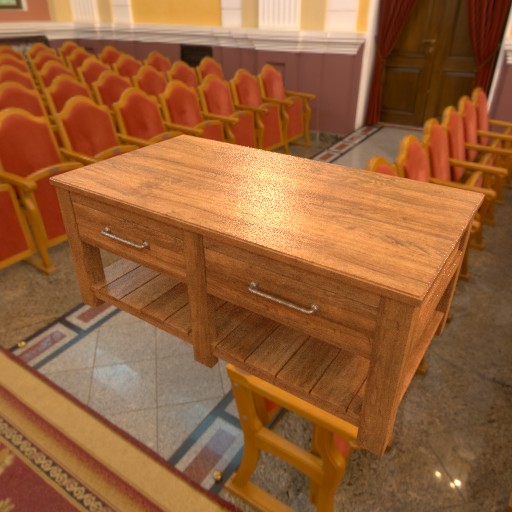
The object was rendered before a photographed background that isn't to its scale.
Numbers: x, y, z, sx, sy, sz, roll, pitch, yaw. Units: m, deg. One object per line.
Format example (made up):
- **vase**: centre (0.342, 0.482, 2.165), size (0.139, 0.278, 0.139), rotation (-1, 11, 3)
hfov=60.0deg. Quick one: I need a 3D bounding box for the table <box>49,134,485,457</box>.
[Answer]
- **table**: centre (0.000, 0.000, 1.435), size (1.150, 0.480, 0.635), rotation (19, 35, 29)
